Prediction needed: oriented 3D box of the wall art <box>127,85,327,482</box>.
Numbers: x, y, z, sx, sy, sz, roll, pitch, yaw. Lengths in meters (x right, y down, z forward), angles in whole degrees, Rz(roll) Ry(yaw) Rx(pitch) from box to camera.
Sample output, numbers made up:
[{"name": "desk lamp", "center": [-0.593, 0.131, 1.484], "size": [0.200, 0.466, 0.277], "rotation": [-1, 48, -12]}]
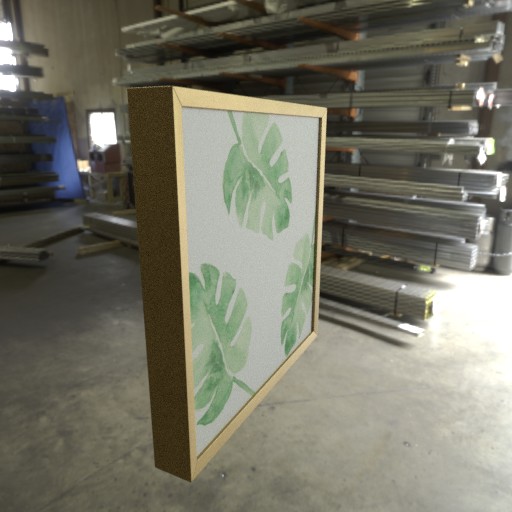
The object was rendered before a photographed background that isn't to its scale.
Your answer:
[{"name": "wall art", "center": [0.000, 0.000, 0.460], "size": [0.038, 0.305, 0.305], "rotation": [8, 18, 26]}]
